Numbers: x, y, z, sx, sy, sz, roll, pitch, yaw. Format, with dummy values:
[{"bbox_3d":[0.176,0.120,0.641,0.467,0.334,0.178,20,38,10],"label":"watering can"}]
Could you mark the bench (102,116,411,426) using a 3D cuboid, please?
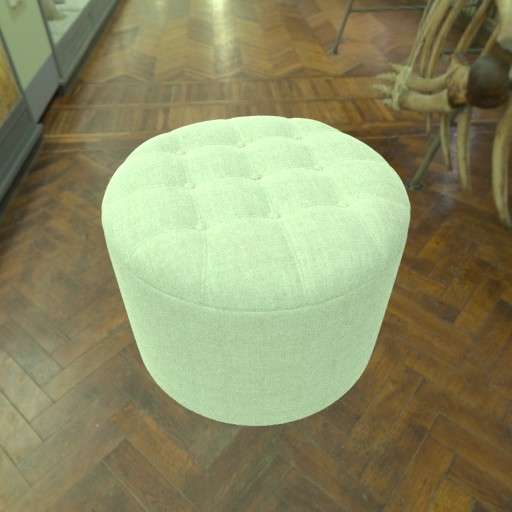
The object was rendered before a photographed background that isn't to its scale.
[{"bbox_3d":[0.000,0.000,0.997,0.600,0.453,0.600,0,43,0],"label":"bench"}]
